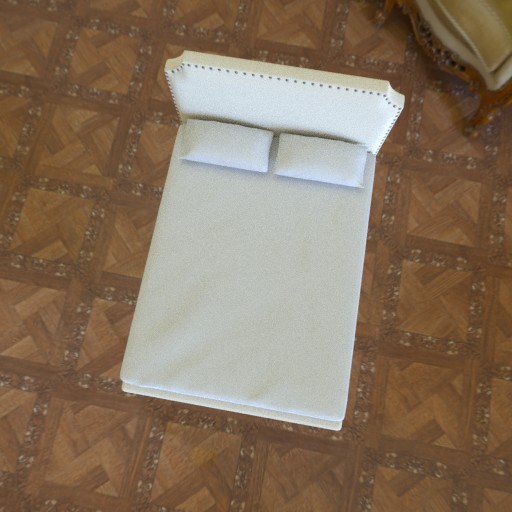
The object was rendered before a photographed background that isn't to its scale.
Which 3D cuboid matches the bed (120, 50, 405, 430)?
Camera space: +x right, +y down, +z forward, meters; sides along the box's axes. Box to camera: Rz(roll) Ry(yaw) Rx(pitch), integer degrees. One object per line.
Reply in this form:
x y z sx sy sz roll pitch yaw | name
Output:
0.000 0.000 3.387 1.703 1.415 2.329 10 76 2 | bed
